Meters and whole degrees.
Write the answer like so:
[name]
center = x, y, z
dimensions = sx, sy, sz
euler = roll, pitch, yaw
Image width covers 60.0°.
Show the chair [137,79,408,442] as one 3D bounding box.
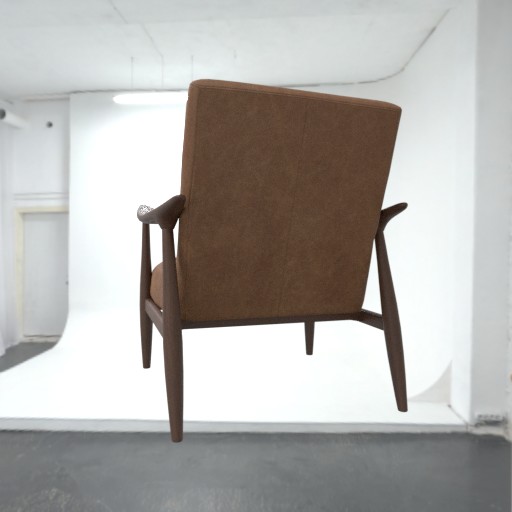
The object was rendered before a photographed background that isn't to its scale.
[chair]
center = 0.000, 0.000, 1.442
dimensions = 0.741, 0.832, 0.798
euler = 0, 1, -18
